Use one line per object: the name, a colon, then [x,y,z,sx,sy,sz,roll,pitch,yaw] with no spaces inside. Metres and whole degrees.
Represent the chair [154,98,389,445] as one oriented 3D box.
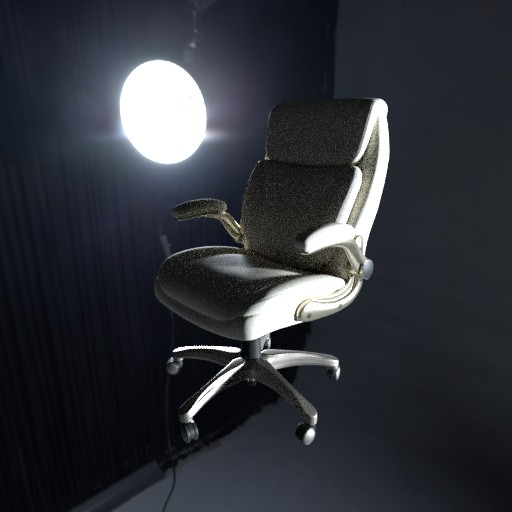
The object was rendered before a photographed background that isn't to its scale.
chair: [0.000,0.000,1.624,0.740,1.110,0.794,15,22,42]
